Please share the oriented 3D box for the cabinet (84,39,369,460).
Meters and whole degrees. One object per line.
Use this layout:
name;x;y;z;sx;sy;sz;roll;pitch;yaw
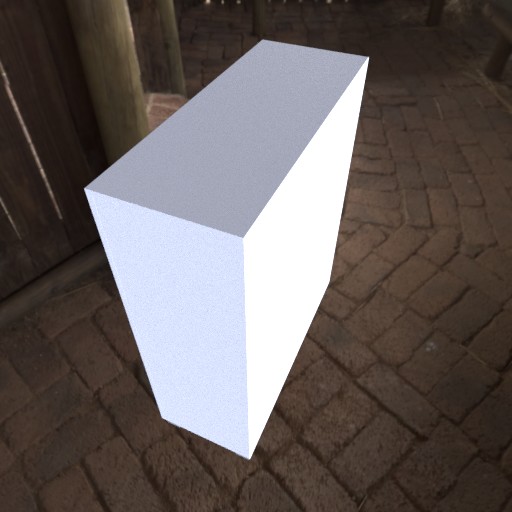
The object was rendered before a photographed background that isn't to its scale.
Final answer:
cabinet;0.000;0.000;1.685;0.400;1.190;1.000;18;48;17
